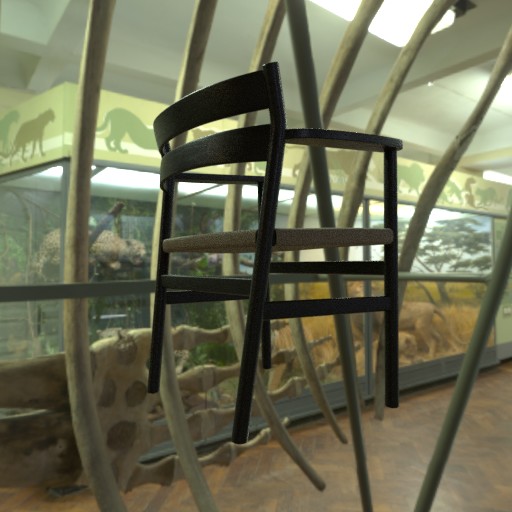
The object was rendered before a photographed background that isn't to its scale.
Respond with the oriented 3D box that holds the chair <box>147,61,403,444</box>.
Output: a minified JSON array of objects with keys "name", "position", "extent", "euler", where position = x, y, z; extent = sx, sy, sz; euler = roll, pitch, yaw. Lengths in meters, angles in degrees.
[{"name":"chair","position":[0.000,0.000,1.202],"extent":[0.508,0.775,0.630],"euler":[1,-2,-36]}]
